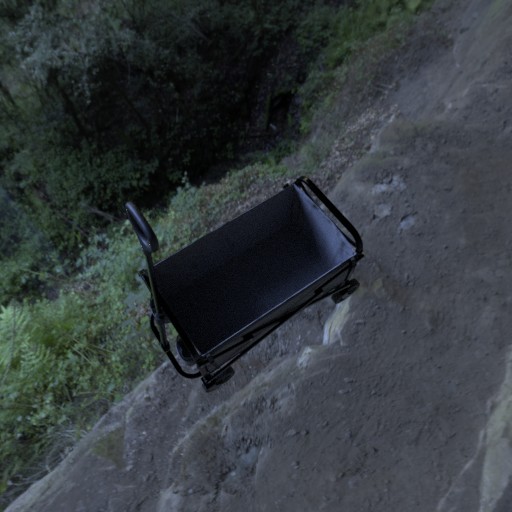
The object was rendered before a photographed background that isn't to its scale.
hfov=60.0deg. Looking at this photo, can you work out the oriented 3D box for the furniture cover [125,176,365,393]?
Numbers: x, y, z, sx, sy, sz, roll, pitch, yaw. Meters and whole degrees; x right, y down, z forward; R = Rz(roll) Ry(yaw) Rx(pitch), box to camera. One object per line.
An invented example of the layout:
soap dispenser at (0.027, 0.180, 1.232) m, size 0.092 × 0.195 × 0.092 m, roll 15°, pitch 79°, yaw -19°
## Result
furniture cover at (0.000, 0.000, 1.834) m, size 1.038 × 1.295 × 0.532 m, roll -32°, pitch 67°, yaw -15°
